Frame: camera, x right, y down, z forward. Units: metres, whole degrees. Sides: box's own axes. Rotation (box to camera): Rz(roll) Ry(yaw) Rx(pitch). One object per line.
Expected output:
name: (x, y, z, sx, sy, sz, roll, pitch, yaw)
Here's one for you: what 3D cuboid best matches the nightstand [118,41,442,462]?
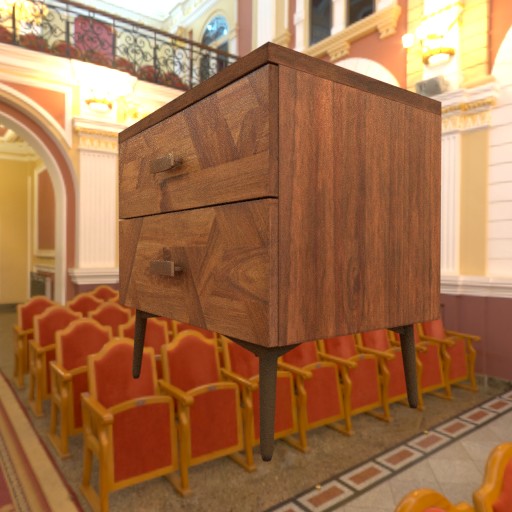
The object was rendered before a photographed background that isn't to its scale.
nightstand: (0.000, 0.000, 0.986, 0.458, 0.610, 0.610, -1, 1, -36)
